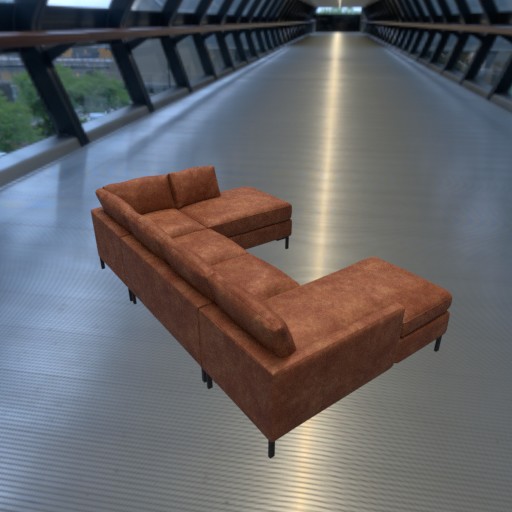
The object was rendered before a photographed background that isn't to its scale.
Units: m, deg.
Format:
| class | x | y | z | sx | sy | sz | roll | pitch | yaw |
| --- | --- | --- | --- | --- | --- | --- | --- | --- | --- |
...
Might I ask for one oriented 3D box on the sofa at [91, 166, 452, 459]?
| class | x | y | z | sx | sy | sz | roll | pitch | yaw |
| --- | --- | --- | --- | --- | --- | --- | --- | --- | --- |
| sofa | 0.000 | 0.000 | 3.896 | 1.939 | 0.900 | 2.956 | -18 | 32 | -32 |
